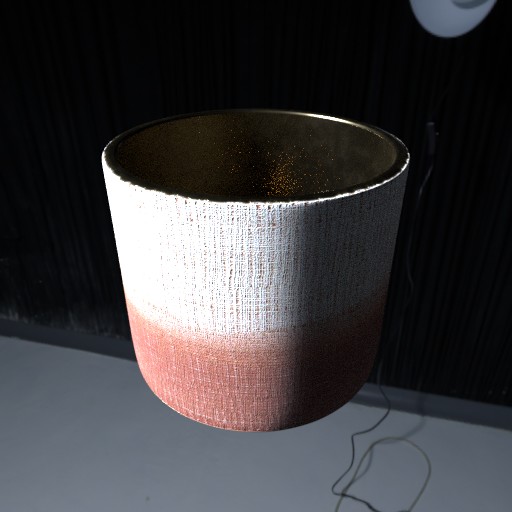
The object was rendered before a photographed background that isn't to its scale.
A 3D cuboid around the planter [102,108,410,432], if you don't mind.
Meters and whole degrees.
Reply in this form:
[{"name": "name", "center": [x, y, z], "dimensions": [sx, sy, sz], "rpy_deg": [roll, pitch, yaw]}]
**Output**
[{"name": "planter", "center": [0.000, 0.000, 0.301], "dimensions": [0.178, 0.157, 0.178], "rpy_deg": [0, 31, 0]}]
